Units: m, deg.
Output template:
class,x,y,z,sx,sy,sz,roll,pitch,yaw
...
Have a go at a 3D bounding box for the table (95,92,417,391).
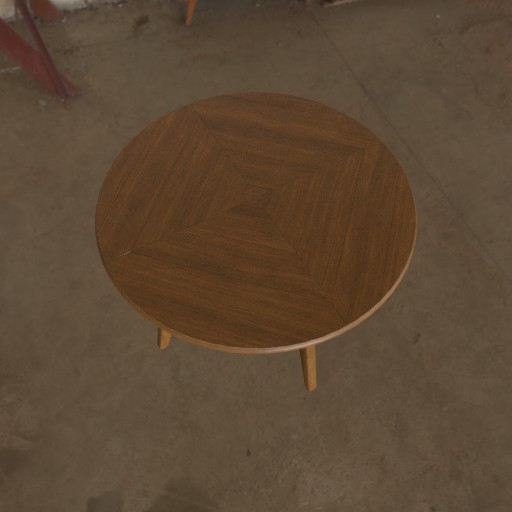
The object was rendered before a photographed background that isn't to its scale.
class,x,y,z,sx,sy,sz,roll,pitch,yaw
table,0.000,0.000,1.788,1.055,0.757,1.055,0,59,0
